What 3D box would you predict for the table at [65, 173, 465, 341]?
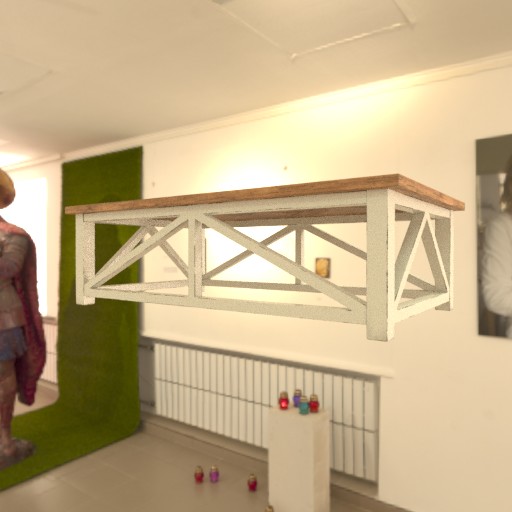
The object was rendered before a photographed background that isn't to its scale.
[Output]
[{"bbox_3d":[0.000,0.000,1.784,1.400,0.410,0.800,0,1,35],"label":"table"}]
